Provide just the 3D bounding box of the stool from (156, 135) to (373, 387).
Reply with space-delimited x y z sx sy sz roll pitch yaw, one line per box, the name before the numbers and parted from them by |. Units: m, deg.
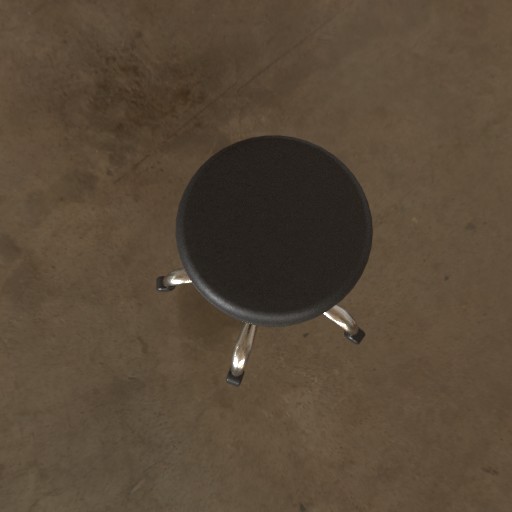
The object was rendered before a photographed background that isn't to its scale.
stool | 0.000 0.000 1.161 0.638 0.576 0.673 -5 77 -1
